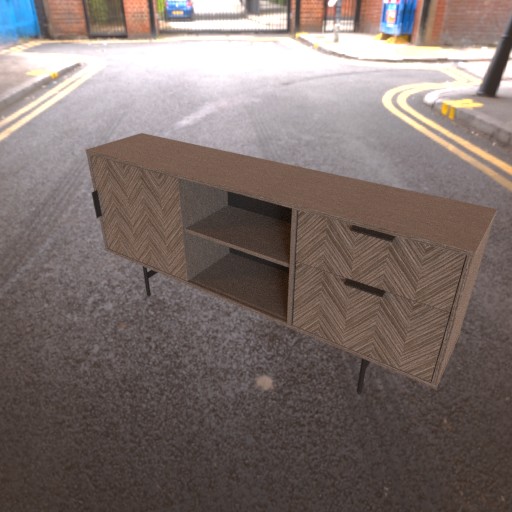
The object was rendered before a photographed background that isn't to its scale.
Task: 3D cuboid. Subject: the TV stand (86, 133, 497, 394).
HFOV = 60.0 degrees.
[{"bbox_3d":[0.000,0.000,2.071,1.804,0.787,0.405,19,35,29],"label":"TV stand"}]
